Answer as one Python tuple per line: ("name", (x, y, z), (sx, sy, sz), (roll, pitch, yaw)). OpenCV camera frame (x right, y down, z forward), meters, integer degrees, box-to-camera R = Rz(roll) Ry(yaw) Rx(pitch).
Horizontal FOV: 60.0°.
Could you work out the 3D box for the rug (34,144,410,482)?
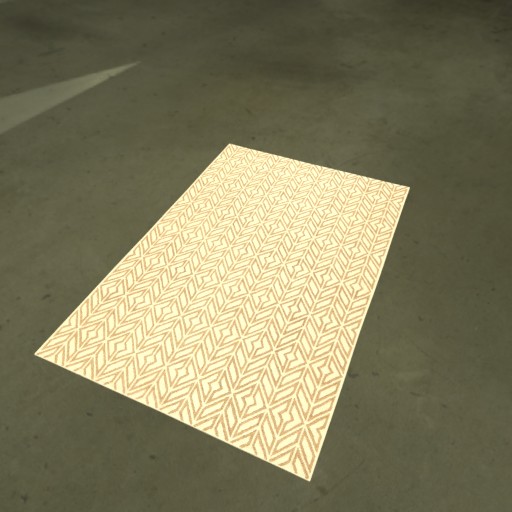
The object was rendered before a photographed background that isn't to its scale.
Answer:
("rug", (0.000, 0.000, 2.269), (1.220, 0.007, 1.828), (18, 48, 17))
